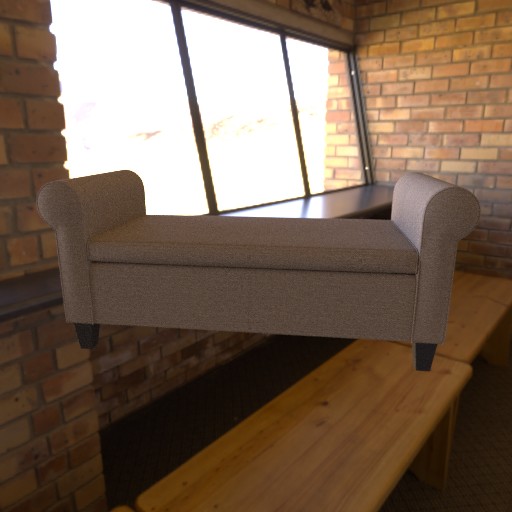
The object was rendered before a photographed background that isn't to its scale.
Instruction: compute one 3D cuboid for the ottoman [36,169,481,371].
[{"bbox_3d":[0.000,0.000,1.533,1.256,0.547,0.521,2,15,7],"label":"ottoman"}]
